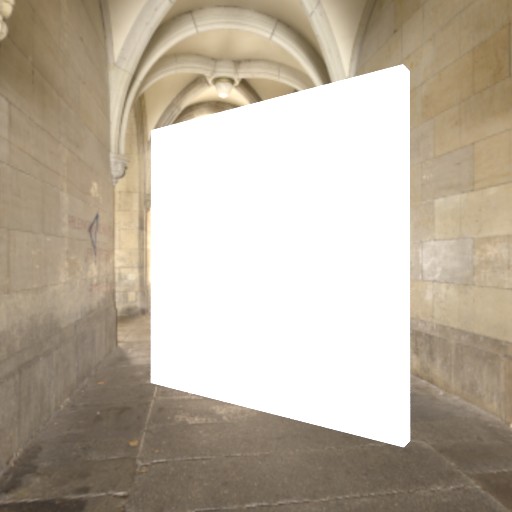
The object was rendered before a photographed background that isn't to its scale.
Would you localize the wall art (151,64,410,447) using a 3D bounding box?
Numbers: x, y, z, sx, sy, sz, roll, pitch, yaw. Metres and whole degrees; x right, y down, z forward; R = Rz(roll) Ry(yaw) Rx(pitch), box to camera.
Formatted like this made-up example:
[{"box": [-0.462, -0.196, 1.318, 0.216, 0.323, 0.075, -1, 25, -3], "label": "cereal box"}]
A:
[{"box": [0.000, 0.000, 0.826, 0.559, 0.559, 0.028, 0, 0, 37], "label": "wall art"}]
